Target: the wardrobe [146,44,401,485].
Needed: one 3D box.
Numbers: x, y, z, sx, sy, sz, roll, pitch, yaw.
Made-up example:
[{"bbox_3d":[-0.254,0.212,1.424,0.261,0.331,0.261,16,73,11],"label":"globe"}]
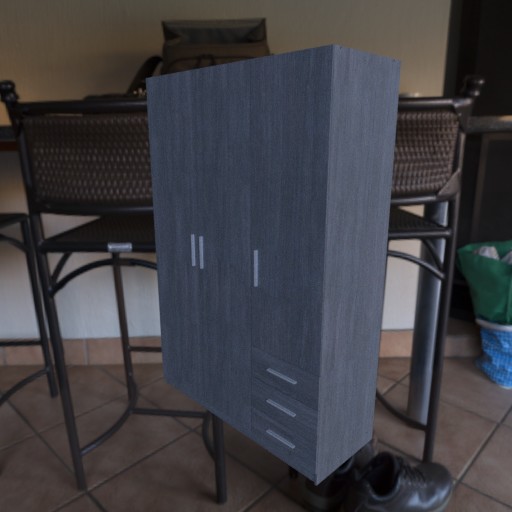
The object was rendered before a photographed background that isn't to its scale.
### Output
[{"bbox_3d":[0.000,0.000,2.448,0.510,1.910,1.290,-14,20,-42],"label":"wardrobe"}]
